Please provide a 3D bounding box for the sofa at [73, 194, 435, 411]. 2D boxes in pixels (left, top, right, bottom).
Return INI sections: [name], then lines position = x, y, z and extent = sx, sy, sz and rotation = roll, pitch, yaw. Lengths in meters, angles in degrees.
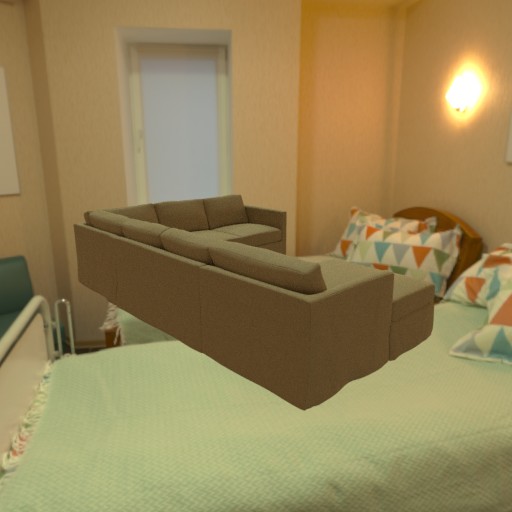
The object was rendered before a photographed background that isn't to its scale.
[sofa]
position = 0.000, 0.000, 4.593
extent = 2.476, 0.878, 3.528
rotation = -13, 19, -41
